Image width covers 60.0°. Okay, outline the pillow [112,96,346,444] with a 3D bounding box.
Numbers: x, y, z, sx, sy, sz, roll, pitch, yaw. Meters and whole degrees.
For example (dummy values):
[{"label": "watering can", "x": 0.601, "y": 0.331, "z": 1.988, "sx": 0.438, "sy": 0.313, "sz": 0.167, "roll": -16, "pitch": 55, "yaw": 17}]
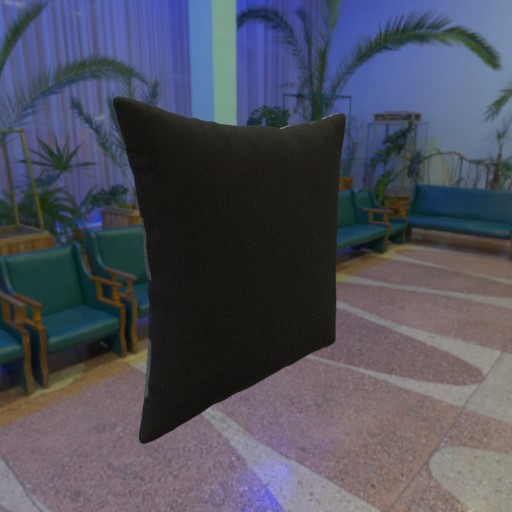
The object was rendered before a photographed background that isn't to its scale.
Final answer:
[{"label": "pillow", "x": 0.000, "y": 0.000, "z": 0.794, "sx": 0.161, "sy": 0.509, "sz": 0.511, "roll": 14, "pitch": 20, "yaw": 43}]
